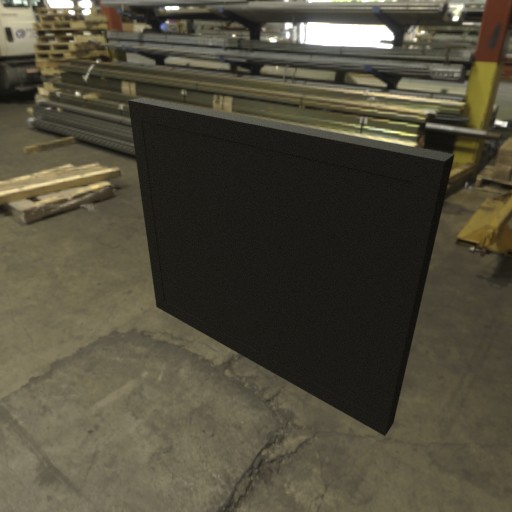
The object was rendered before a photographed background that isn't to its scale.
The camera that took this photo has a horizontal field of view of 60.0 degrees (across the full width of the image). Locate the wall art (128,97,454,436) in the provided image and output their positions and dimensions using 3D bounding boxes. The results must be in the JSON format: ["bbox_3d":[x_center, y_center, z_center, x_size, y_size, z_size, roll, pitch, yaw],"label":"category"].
[{"bbox_3d":[0.000,0.000,0.552,0.404,0.329,0.024,22,36,33],"label":"wall art"}]
